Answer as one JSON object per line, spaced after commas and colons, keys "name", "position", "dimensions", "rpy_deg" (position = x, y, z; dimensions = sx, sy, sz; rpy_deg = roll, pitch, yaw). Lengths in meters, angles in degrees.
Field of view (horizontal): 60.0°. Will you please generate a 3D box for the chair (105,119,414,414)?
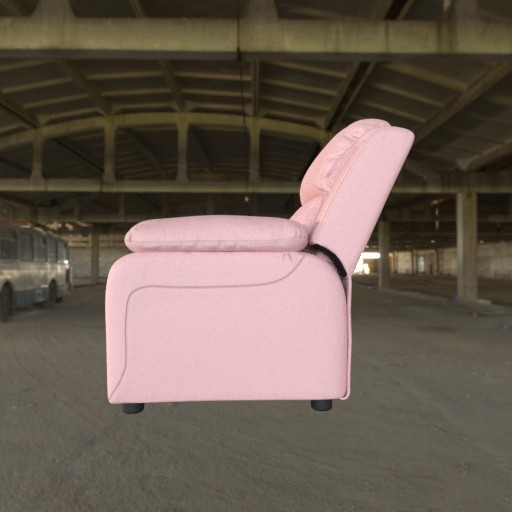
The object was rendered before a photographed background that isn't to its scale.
{"name": "chair", "position": [0.000, 0.000, 1.258], "dimensions": [0.709, 0.702, 0.680], "rpy_deg": [0, -1, -1]}
